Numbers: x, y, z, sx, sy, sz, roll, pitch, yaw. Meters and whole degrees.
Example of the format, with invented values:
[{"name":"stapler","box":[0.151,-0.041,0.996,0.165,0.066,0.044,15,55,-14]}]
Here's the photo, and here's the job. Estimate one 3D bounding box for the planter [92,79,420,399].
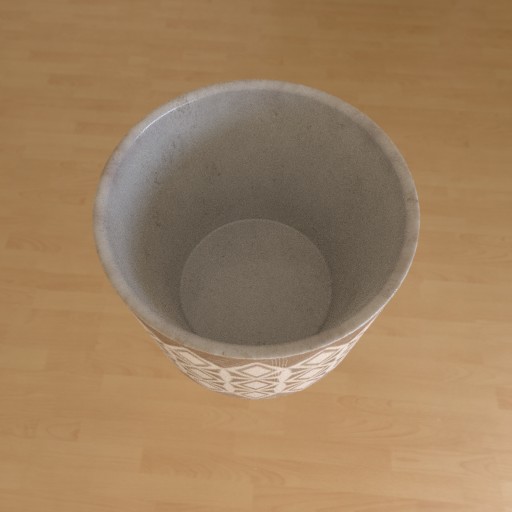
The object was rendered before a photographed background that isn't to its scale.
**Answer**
[{"name":"planter","box":[0.000,0.000,0.338,0.193,0.165,0.193,0,64,0]}]
